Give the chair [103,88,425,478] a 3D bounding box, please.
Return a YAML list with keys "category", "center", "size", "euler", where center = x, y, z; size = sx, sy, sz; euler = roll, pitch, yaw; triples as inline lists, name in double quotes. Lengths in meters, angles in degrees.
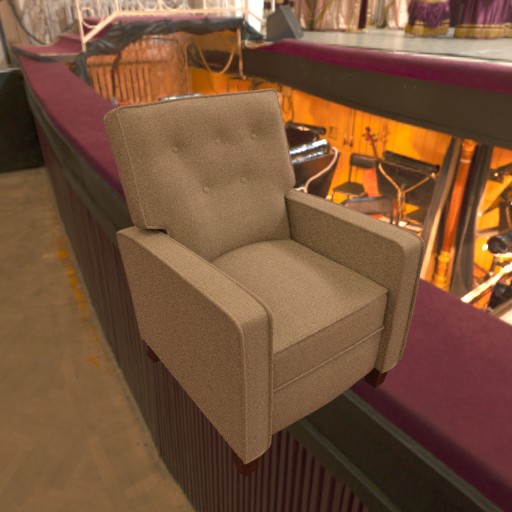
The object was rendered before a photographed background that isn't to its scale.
- category: "chair"
  center: [0.000, 0.000, 1.377]
  size: [0.648, 0.888, 0.754]
  euler: [-20, 35, -31]
